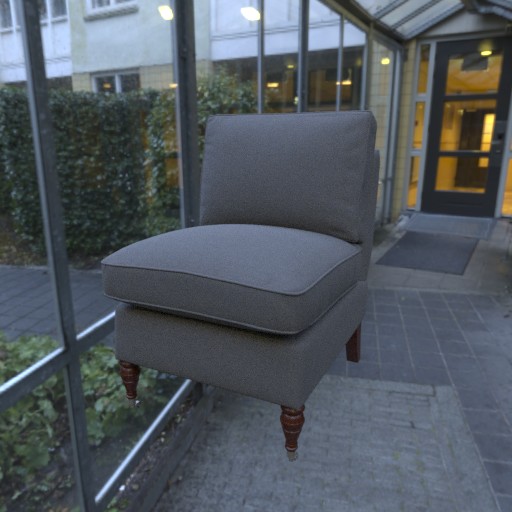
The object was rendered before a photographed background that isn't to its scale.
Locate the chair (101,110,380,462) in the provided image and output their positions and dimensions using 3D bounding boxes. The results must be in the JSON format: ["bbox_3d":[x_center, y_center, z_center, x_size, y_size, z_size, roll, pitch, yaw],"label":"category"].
[{"bbox_3d":[0.000,0.000,1.656,0.724,1.045,0.924,7,16,25],"label":"chair"}]
